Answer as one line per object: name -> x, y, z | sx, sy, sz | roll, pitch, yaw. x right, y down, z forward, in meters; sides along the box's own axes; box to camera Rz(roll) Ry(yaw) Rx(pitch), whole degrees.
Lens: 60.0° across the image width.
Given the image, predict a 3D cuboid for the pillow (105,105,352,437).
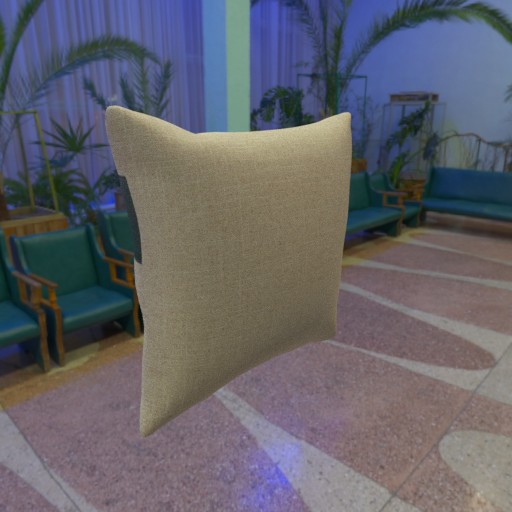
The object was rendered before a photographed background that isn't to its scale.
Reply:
pillow -> 0.000, 0.000, 0.635 | 0.414, 0.399, 0.173 | -16, 23, -41
